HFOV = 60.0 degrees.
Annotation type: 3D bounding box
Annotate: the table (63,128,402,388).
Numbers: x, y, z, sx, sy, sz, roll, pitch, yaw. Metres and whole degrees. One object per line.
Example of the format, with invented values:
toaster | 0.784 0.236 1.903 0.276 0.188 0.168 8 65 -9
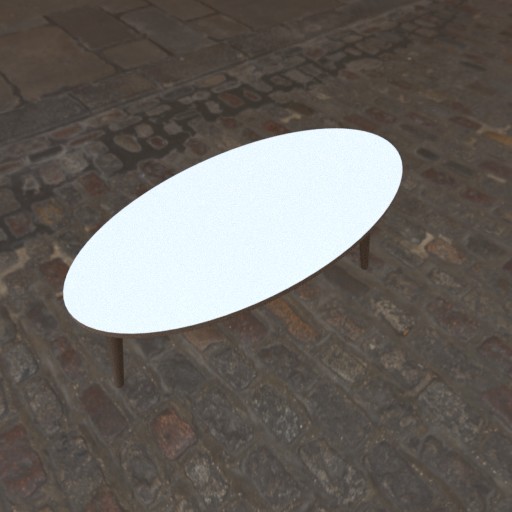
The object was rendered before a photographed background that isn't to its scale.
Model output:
table | 0.000 0.000 1.361 1.083 0.390 0.542 -32 55 -26
